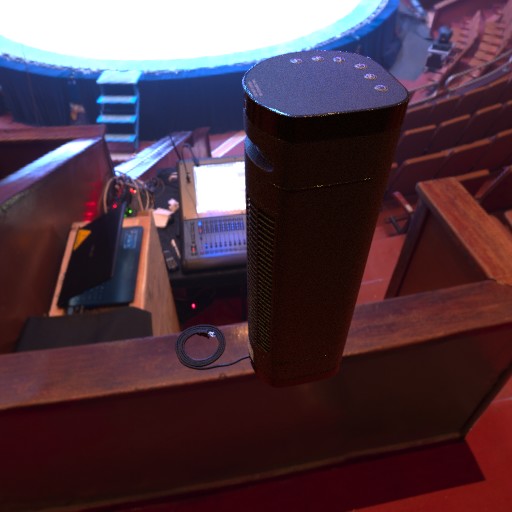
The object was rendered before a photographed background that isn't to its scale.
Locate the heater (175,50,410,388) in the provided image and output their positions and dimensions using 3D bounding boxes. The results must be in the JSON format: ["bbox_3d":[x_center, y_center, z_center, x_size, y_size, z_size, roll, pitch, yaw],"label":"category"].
[{"bbox_3d":[0.000,0.000,0.686,0.312,0.552,0.174,-9,46,-9],"label":"heater"}]
